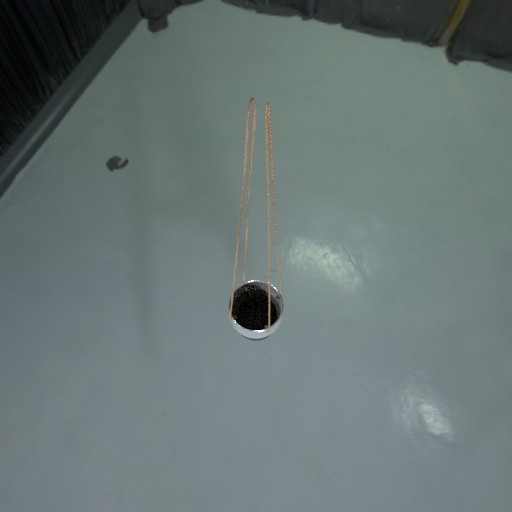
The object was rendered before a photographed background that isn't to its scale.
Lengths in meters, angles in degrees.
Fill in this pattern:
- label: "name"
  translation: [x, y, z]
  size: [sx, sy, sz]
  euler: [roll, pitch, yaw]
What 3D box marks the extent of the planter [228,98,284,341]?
- label: "planter"
  translation: [0.000, 0.000, 1.163]
  size: [0.187, 1.073, 0.187]
  euler: [17, 65, 8]
